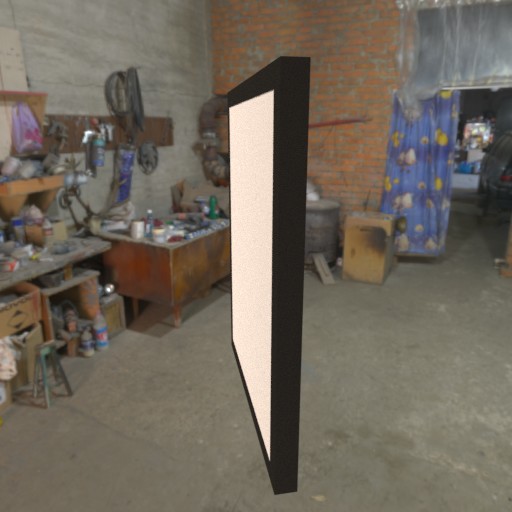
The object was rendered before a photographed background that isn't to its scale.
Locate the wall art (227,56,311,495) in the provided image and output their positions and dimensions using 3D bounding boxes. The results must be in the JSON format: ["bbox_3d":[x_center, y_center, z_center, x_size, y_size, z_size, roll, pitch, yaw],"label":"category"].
[{"bbox_3d":[0.000,0.000,0.545,0.024,0.404,0.329,-3,16,-10],"label":"wall art"}]
